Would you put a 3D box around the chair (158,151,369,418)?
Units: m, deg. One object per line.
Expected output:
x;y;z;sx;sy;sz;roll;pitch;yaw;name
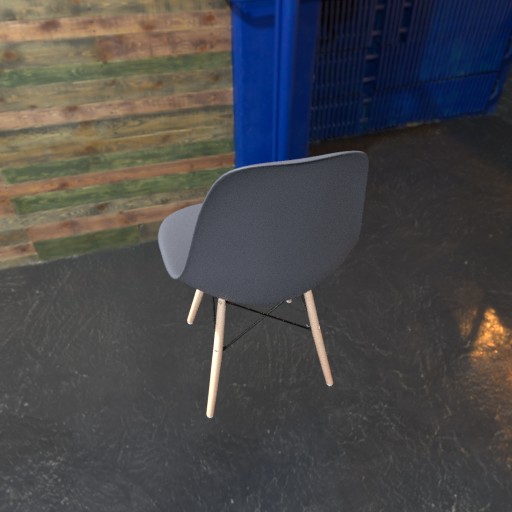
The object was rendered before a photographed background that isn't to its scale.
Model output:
0.000;0.000;1.142;0.470;0.826;0.533;-11;42;-12;chair
